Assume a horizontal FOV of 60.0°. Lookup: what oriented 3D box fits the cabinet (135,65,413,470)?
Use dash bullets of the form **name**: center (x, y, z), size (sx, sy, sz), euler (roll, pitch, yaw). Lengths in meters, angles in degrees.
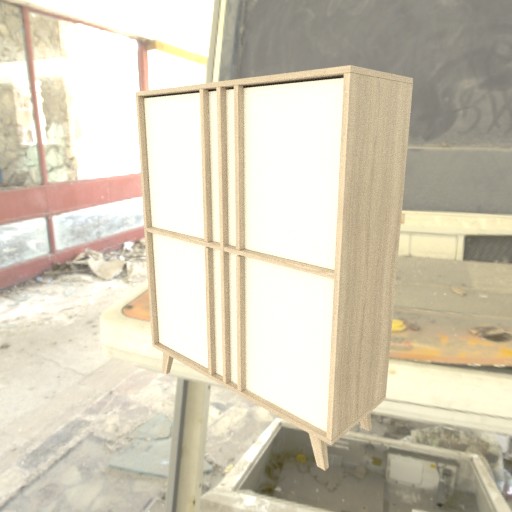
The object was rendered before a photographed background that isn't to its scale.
- **cabinet**: center (0.000, 0.000, 1.927), size (1.111, 1.388, 0.398), euler (14, 20, 42)
